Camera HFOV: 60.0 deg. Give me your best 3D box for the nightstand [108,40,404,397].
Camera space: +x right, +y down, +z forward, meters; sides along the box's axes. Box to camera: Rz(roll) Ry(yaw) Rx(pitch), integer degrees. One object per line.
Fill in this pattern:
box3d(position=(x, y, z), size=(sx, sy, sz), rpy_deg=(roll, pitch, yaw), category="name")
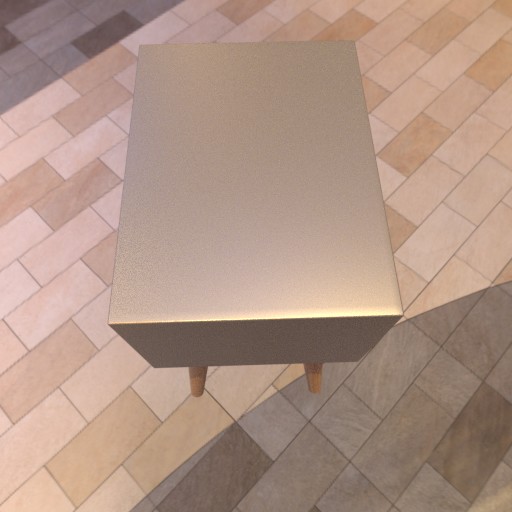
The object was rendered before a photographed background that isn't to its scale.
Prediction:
box3d(position=(0.000, 0.000, 0.721), size=(0.288, 0.508, 0.370), rpy_deg=(-2, 65, -1), category="nightstand")
